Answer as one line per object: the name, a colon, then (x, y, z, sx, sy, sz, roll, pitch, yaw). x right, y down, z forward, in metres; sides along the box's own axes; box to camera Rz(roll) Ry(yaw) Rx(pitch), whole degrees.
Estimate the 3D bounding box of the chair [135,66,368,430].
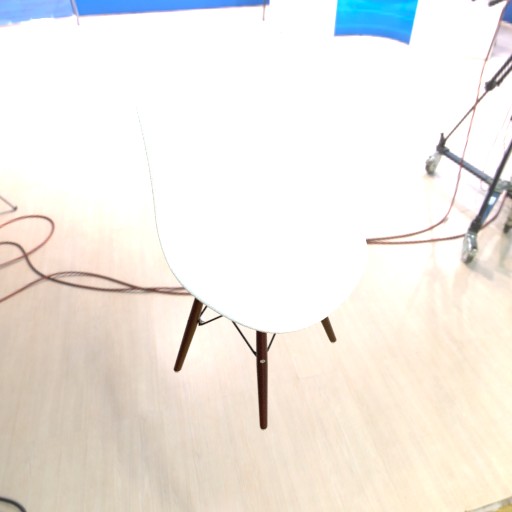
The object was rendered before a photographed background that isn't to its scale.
chair: (0.000, 0.000, 1.159, 0.533, 0.826, 0.470, 27, 48, 27)
